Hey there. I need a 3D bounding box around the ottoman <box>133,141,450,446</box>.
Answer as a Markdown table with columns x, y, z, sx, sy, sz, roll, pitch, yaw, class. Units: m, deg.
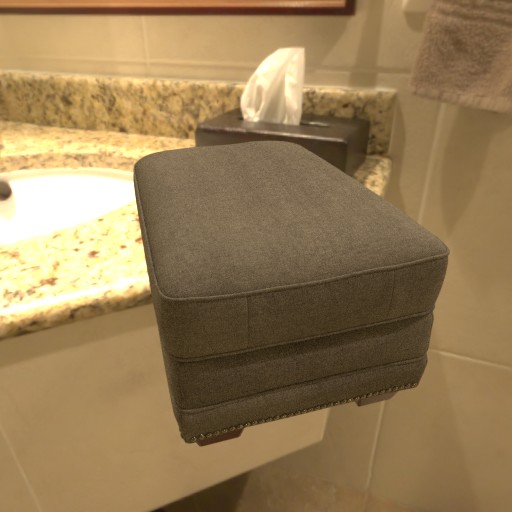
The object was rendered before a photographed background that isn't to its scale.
| x | y | z | sx | sy | sz | roll | pitch | yaw | class |
| --- | --- | --- | --- | --- | --- | --- | --- | --- | --- |
| 0.000 | 0.000 | 1.159 | 0.561 | 0.457 | 0.813 | -9 | 31 | -14 | ottoman |
